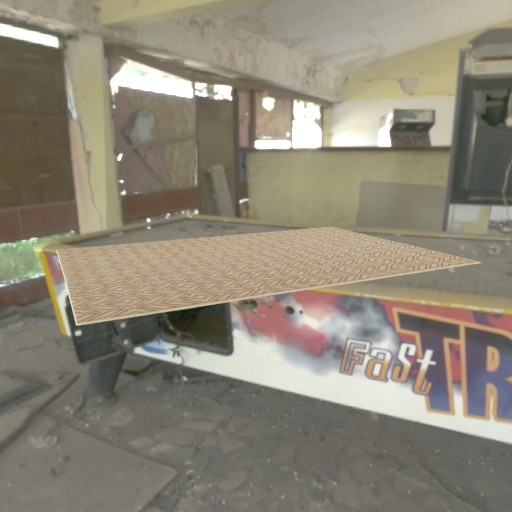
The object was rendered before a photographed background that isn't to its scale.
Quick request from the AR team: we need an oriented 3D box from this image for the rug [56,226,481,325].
[{"bbox_3d":[0.000,0.000,2.281,1.828,0.007,1.220,-6,14,-26],"label":"rug"}]
